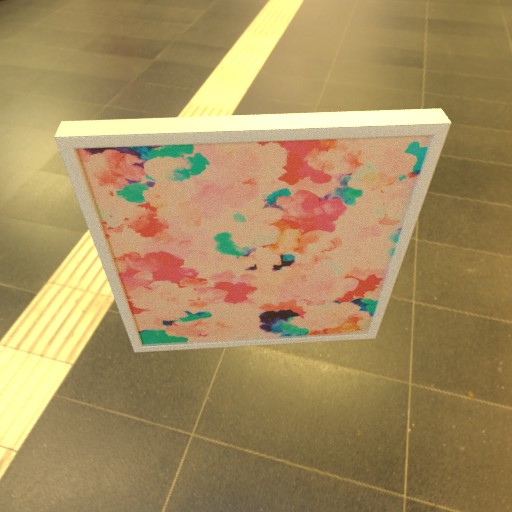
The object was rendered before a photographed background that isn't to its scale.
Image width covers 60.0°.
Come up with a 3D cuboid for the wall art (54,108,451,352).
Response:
[{"bbox_3d":[0.000,0.000,0.760,0.506,0.505,0.038,-3,46,-3],"label":"wall art"}]
